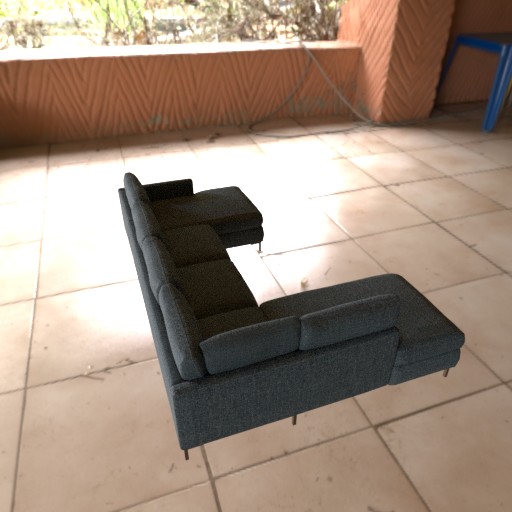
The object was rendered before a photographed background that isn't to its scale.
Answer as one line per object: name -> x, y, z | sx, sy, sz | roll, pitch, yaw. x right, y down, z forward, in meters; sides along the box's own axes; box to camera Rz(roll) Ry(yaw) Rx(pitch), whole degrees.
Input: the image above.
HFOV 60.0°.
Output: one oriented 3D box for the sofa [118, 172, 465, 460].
sofa -> 0.000, 0.000, 3.612 | 1.879, 0.753, 2.737 | -11, 34, -17
